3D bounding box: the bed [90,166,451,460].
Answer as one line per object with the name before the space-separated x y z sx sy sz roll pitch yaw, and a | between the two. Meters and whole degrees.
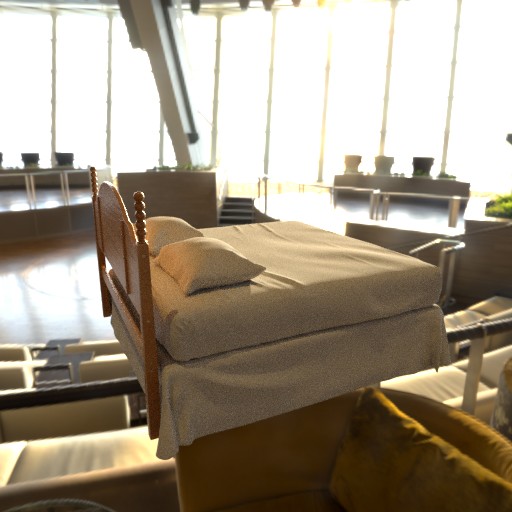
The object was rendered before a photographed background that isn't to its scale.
bed | 0.000 0.000 3.533 2.219 1.355 2.322 -7 17 -25
